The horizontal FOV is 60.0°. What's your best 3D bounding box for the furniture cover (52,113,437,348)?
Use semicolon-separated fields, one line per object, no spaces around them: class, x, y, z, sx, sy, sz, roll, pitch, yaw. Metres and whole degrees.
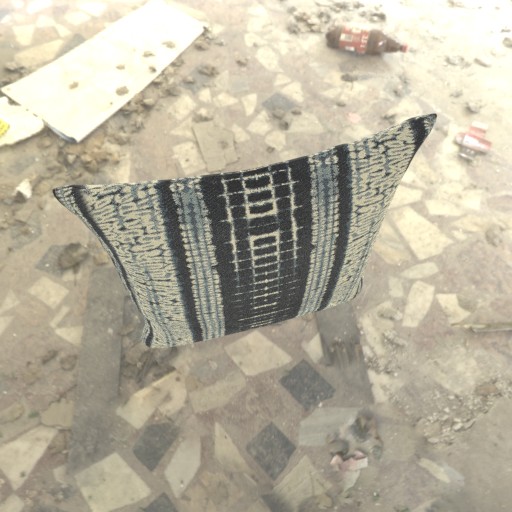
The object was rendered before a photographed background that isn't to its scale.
furniture cover;0.000;0.000;0.655;0.425;0.435;0.133;-13;60;-8
